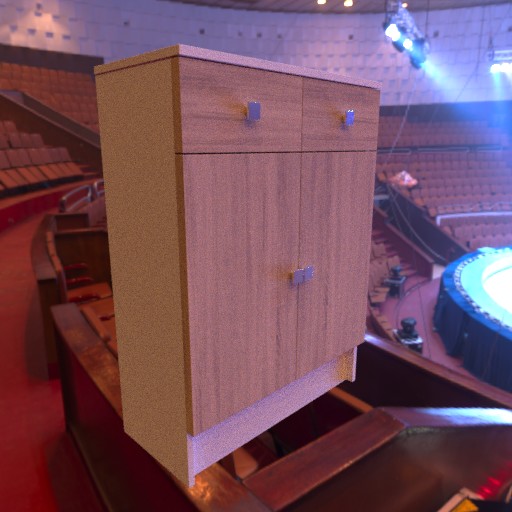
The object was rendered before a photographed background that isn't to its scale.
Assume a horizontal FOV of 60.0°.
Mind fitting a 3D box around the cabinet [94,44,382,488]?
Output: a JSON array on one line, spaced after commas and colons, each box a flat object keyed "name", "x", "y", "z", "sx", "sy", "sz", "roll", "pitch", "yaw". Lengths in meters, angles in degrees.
[{"name": "cabinet", "x": 0.000, "y": 0.000, "z": 1.068, "sx": 0.600, "sy": 0.815, "sz": 0.296, "roll": -14, "pitch": 19, "yaw": -43}]
